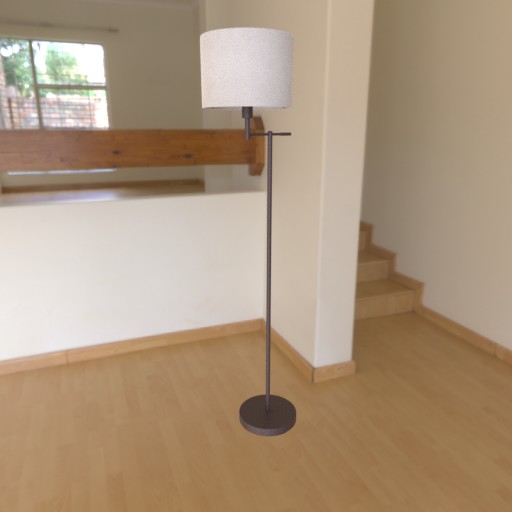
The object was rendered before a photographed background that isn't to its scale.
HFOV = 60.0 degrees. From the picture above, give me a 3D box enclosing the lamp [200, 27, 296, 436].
[{"bbox_3d":[0.000,0.000,1.794,0.324,1.600,0.416,15,22,42],"label":"lamp"}]
